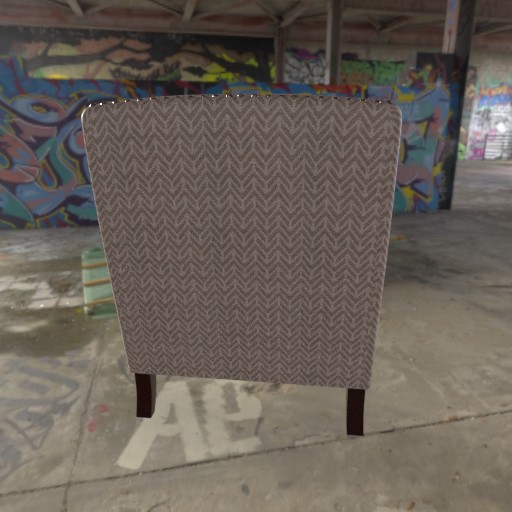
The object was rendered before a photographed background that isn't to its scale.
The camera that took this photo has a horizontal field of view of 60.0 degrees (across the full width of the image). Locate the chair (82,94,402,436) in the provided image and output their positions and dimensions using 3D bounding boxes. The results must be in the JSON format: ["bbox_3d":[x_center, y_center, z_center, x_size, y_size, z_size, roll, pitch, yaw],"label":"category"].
[{"bbox_3d":[0.000,0.000,1.243,0.623,0.816,0.651,2,16,7],"label":"chair"}]
